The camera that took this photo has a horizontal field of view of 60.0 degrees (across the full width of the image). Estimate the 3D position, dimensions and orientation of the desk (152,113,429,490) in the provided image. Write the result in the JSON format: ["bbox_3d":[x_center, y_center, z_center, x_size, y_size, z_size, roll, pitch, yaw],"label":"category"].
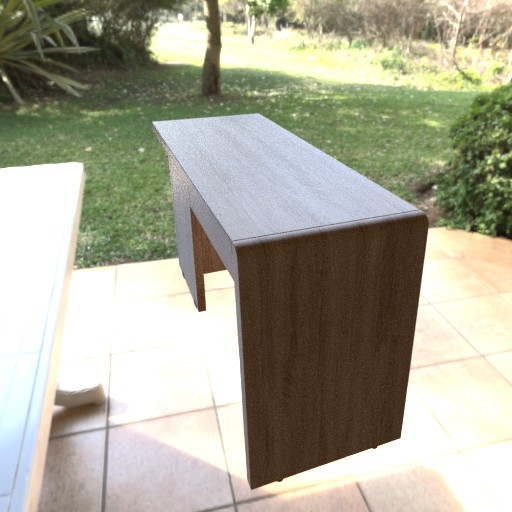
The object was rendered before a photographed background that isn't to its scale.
[{"bbox_3d":[0.000,0.000,1.669,0.500,0.750,1.300,-10,31,-17],"label":"desk"}]
